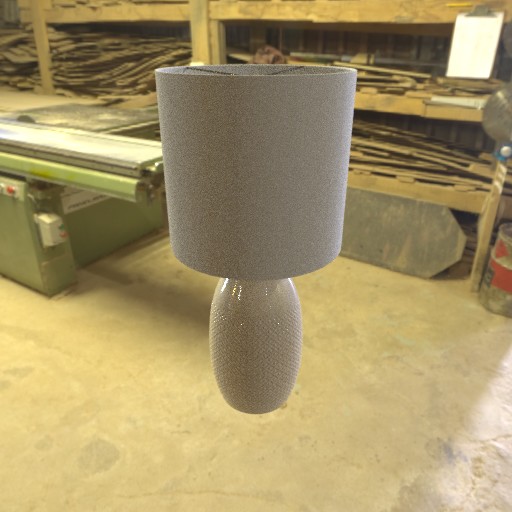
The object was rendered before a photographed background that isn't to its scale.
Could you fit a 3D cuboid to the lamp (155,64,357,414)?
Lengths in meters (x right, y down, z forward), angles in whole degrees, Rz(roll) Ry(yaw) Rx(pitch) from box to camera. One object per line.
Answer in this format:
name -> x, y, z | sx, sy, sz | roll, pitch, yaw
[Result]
lamp -> 0.000, 0.000, 0.581 | 0.217, 0.453, 0.217 | 18, 31, 32
